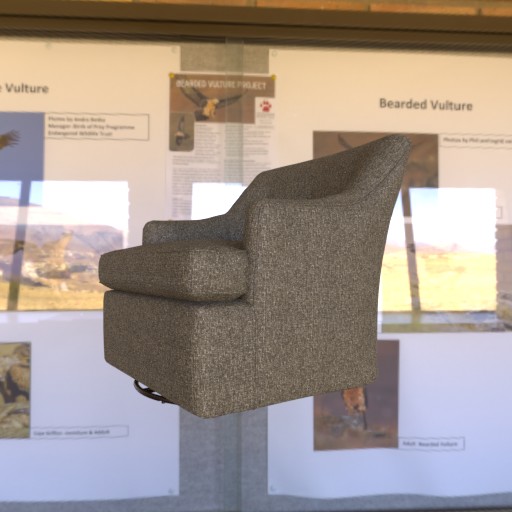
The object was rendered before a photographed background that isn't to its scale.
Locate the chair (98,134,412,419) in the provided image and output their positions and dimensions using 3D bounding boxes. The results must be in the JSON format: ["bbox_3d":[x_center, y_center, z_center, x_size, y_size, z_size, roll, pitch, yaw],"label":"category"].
[{"bbox_3d":[0.000,0.000,1.601,0.923,0.856,0.864,1,-1,-35],"label":"chair"}]
